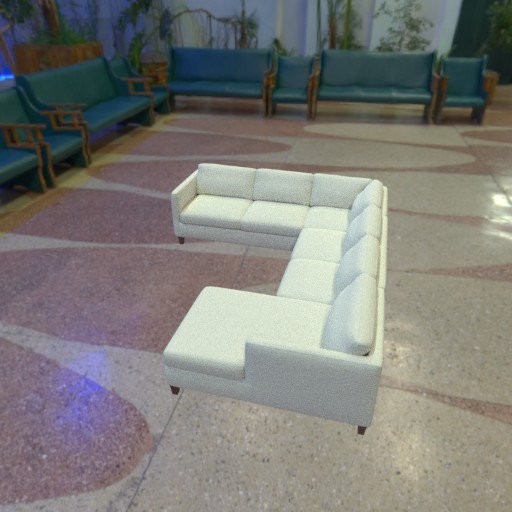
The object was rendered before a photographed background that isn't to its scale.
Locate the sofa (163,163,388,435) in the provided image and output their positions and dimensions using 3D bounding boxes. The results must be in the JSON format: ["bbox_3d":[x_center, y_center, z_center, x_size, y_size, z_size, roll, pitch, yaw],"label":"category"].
[{"bbox_3d":[0.000,0.000,4.545,2.551,0.853,3.238,8,31,13],"label":"sofa"}]
